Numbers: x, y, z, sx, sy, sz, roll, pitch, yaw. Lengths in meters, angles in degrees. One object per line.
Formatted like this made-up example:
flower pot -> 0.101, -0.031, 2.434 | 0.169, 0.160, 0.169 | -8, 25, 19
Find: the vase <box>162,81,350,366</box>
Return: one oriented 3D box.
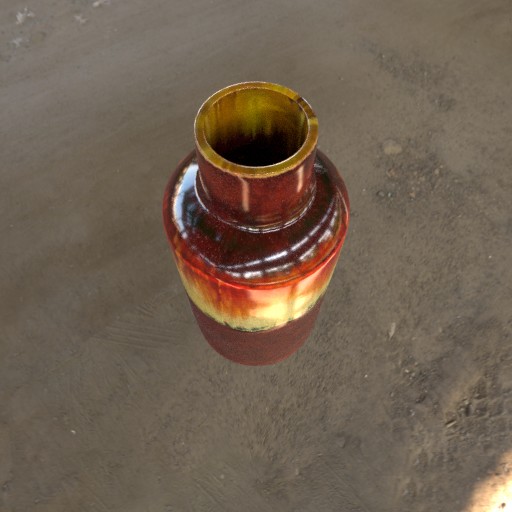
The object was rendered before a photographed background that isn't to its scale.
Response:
vase -> 0.000, 0.000, 0.318 | 0.111, 0.261, 0.111 | 0, 63, 0
